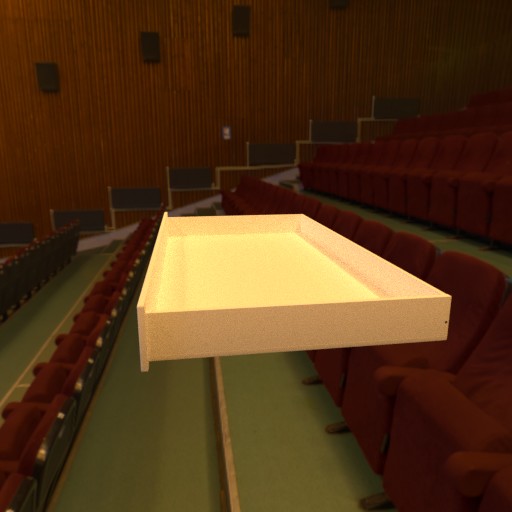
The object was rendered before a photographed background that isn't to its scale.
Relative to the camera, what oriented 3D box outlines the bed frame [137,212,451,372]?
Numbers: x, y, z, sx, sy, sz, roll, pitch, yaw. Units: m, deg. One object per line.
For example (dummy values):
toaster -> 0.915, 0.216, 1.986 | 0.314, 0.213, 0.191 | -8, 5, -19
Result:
bed frame -> 0.000, 0.000, 1.541 | 0.670, 0.141, 1.300 | -2, 14, -9
